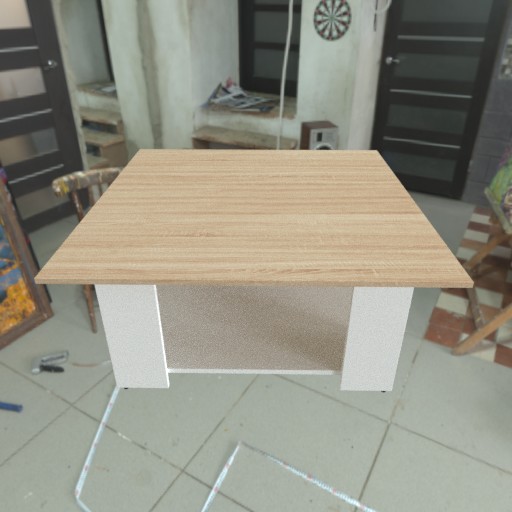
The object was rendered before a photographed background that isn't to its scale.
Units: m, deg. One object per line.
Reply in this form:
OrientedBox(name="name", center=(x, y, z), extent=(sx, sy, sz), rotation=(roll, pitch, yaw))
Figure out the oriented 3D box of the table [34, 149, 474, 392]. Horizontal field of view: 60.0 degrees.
OrientedBox(name="table", center=(0.000, 0.000, 1.040), extent=(0.670, 0.305, 0.670), rotation=(0, 30, 1))
